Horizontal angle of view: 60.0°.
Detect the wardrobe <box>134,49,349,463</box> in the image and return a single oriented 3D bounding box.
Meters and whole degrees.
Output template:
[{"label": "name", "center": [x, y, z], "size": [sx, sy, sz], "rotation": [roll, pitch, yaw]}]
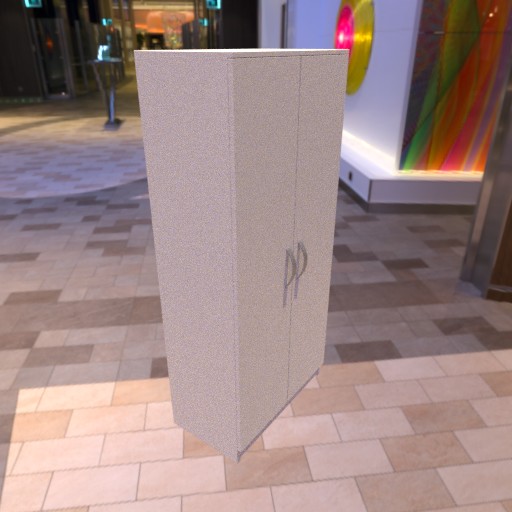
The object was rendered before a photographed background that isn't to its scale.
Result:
[{"label": "wardrobe", "center": [0.000, 0.000, 2.017], "size": [0.470, 1.700, 0.760], "rotation": [18, 31, 32]}]
